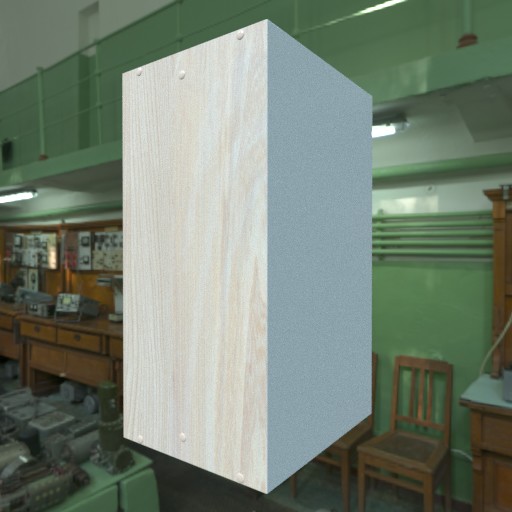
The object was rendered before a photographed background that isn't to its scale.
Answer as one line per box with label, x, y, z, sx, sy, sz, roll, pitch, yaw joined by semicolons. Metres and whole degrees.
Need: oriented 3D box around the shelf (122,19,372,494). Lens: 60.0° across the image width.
shelf;0.000;0.000;0.785;0.290;0.600;0.350;0;1;36
